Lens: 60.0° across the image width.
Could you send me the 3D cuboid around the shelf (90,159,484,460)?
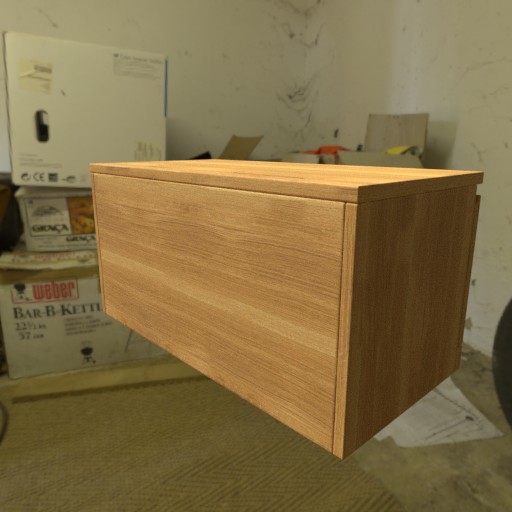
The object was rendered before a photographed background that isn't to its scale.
[{"bbox_3d":[0.000,0.000,1.013,0.400,0.400,0.800,-13,19,-41],"label":"shelf"}]
